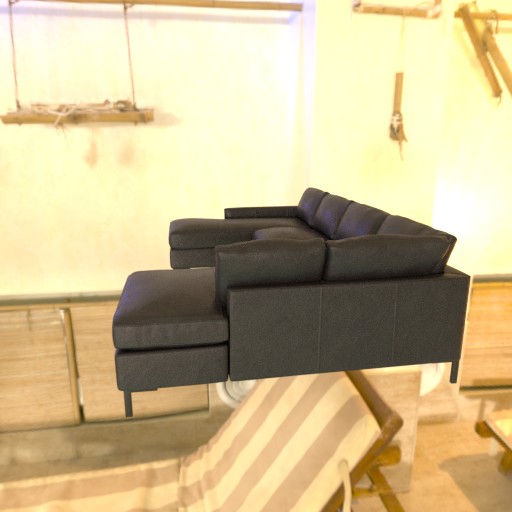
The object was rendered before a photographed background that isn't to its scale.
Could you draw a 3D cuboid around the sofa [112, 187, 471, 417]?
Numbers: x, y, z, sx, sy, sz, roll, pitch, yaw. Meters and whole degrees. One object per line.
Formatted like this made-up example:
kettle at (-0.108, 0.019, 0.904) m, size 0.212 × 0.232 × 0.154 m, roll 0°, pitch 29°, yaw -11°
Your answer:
sofa at (0.000, 0.000, 3.705) m, size 1.939 × 0.900 × 2.956 m, roll -2°, pitch 15°, yaw -9°
